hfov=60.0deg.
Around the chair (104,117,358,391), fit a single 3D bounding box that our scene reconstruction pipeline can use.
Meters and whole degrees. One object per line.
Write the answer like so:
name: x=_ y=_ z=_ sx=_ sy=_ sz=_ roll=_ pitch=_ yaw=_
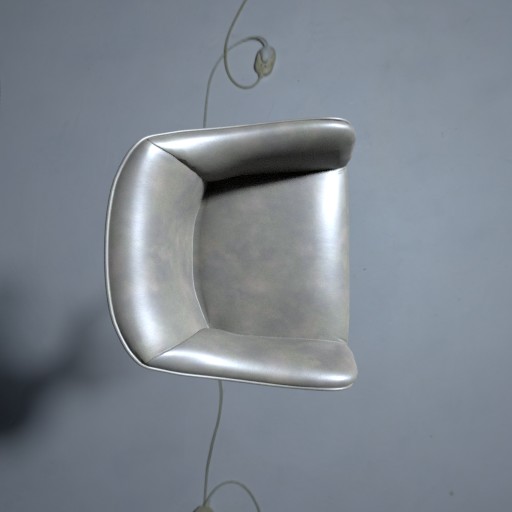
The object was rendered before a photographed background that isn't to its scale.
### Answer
chair: x=0.000 y=0.000 z=1.372 sx=0.689 sy=0.827 sz=0.713 roll=0 pitch=88 yaw=2
